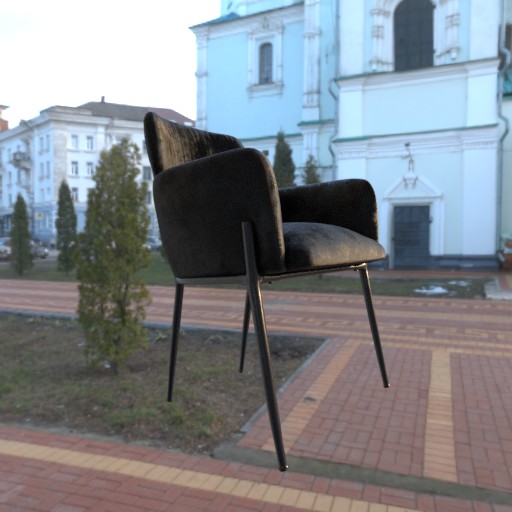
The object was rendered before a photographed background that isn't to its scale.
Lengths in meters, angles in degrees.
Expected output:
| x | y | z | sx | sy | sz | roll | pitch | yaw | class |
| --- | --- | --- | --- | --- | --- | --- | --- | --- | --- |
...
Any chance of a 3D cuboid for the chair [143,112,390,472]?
| x | y | z | sx | sy | sz | roll | pitch | yaw | class |
| --- | --- | --- | --- | --- | --- | --- | --- | --- | --- |
| 0.000 | 0.000 | 1.262 | 0.604 | 0.818 | 0.640 | 2 | 3 | 35 | chair |
